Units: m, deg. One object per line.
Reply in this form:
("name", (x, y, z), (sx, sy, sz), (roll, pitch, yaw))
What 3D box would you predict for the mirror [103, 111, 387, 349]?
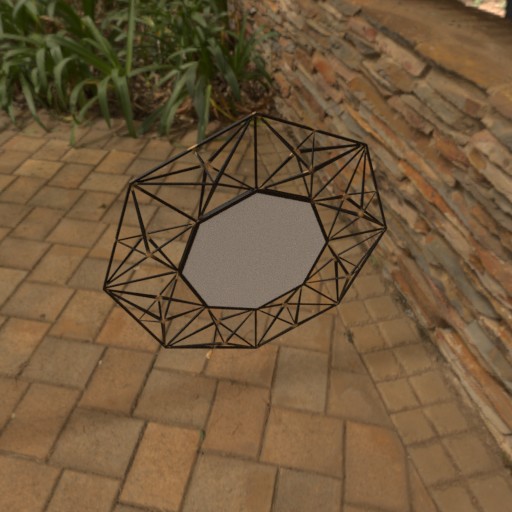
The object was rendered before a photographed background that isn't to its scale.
("mirror", (0.000, 0.000, 1.059), (0.710, 0.710, 0.094), (-12, 42, -14))
